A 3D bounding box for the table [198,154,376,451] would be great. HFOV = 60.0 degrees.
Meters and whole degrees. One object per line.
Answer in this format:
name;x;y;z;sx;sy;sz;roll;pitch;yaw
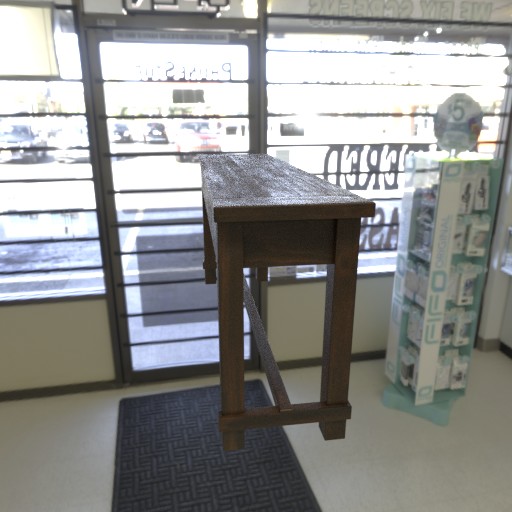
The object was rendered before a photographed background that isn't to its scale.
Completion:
table;0.000;0.000;1.967;0.442;0.762;1.599;-3;18;-8
